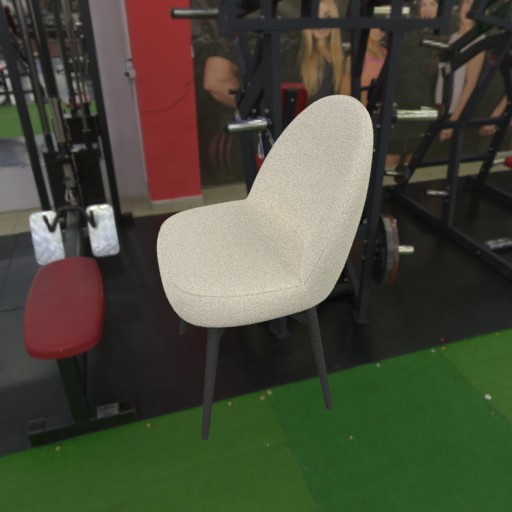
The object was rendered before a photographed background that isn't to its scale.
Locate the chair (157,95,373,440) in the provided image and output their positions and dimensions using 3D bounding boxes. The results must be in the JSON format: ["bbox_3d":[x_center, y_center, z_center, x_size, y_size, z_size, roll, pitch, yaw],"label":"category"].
[{"bbox_3d":[0.000,0.000,1.259,0.540,0.838,0.532,-8,32,-14],"label":"chair"}]
